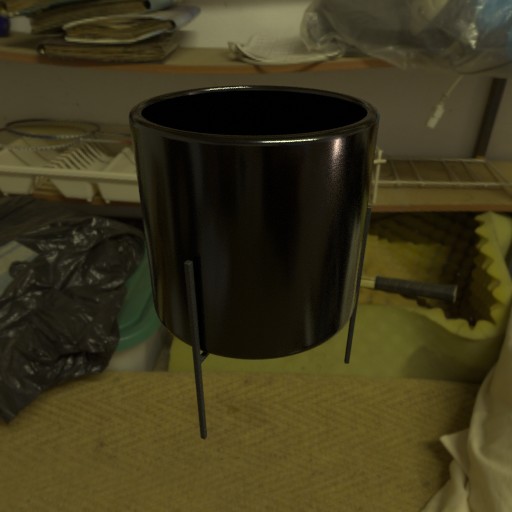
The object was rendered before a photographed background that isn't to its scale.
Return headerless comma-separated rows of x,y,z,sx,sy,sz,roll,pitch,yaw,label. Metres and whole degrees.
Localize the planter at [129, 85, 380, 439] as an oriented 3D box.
0.000,0.000,0.654,0.310,0.432,0.310,-9,32,-15,planter
